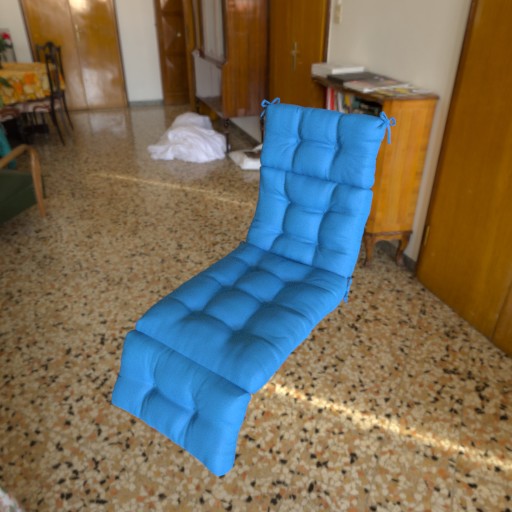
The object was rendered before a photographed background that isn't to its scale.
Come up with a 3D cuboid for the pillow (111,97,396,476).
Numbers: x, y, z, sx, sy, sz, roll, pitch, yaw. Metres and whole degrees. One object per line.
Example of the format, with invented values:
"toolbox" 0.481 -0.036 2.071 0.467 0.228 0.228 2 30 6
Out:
"pillow" 0.000 0.000 1.511 0.526 0.863 1.016 19 35 30
